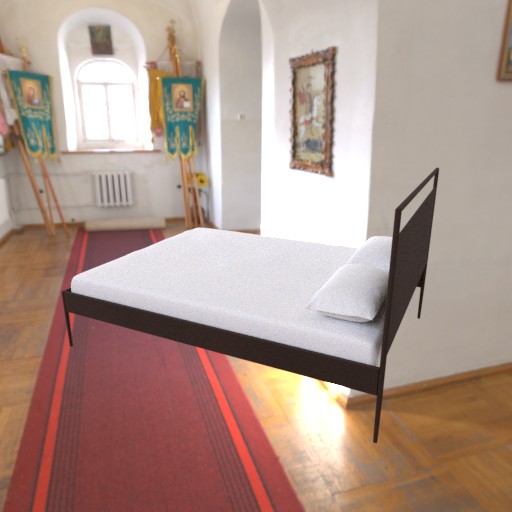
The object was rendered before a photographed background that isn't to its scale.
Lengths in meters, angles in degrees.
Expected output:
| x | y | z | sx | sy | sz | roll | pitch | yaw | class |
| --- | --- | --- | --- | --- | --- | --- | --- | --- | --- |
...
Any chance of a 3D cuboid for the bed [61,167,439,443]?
| x | y | z | sx | sy | sz | roll | pitch | yaw | class |
| --- | --- | --- | --- | --- | --- | --- | --- | --- | --- |
| 0.000 | 0.000 | 3.110 | 2.122 | 1.173 | 1.572 | 9 | 20 | 25 | bed |
